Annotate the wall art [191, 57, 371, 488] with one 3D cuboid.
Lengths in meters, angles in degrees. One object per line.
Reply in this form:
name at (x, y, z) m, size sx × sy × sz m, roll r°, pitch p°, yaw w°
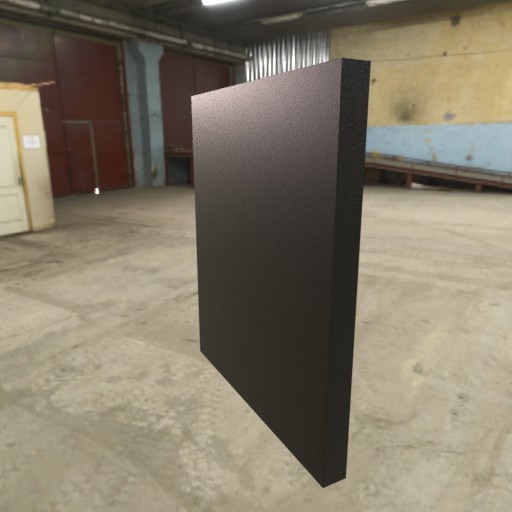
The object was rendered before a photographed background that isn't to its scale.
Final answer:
wall art at (0.000, 0.000, 0.521) m, size 0.028 × 0.380 × 0.325 m, roll -8°, pitch 16°, yaw -27°
